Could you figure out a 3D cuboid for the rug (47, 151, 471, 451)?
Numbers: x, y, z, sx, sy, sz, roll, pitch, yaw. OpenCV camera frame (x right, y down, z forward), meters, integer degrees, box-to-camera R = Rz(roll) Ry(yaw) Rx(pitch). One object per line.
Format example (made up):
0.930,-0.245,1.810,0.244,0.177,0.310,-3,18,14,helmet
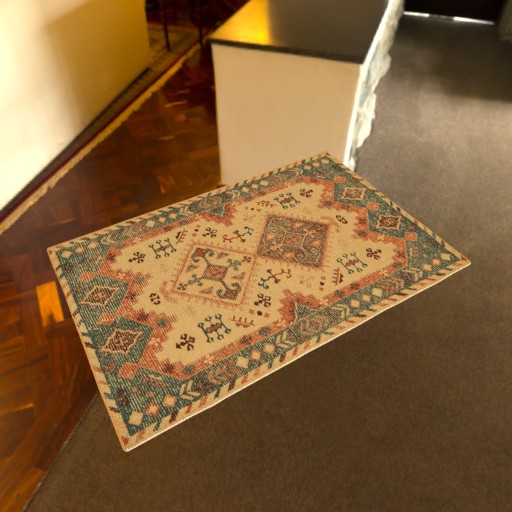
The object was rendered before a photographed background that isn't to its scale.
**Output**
0.000,0.000,2.289,1.840,0.015,1.225,-23,50,-21,rug
